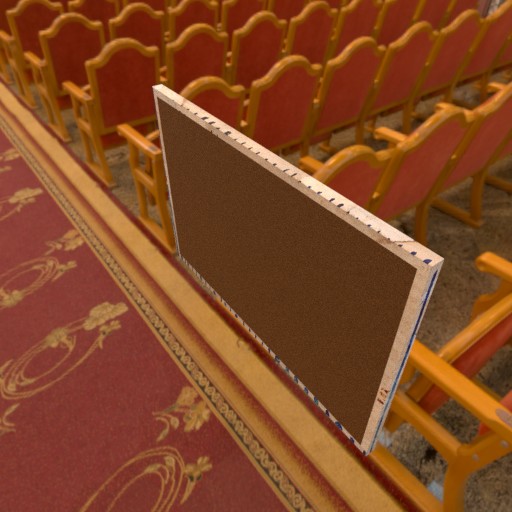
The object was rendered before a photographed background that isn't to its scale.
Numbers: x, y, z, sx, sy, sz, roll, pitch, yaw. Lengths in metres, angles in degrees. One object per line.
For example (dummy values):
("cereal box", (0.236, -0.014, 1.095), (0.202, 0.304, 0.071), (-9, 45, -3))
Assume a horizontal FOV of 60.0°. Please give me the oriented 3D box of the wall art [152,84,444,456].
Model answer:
("wall art", (0.000, 0.000, 1.142), (0.030, 0.609, 0.919), (-26, 47, -27))
